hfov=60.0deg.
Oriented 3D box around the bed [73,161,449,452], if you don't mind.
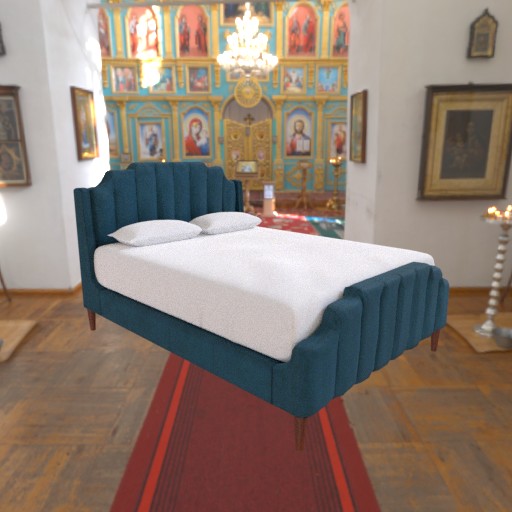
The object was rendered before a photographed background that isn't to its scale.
[{"bbox_3d":[0.000,0.000,3.309,2.322,1.351,1.676,12,18,43],"label":"bed"}]
